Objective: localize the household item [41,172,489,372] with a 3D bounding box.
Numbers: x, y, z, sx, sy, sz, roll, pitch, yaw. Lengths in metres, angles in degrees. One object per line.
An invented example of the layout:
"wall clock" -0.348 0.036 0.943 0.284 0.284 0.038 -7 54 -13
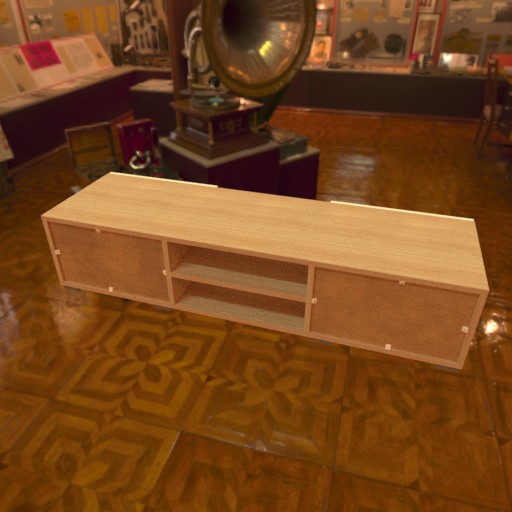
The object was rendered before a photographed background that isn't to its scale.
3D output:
"household item" 0.000 0.000 1.577 1.400 0.310 0.420 10 34 15
